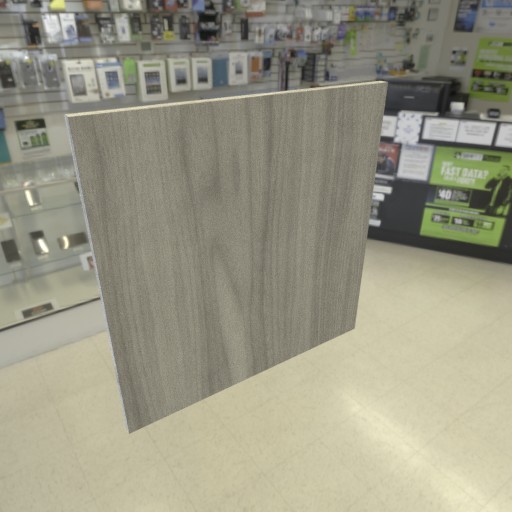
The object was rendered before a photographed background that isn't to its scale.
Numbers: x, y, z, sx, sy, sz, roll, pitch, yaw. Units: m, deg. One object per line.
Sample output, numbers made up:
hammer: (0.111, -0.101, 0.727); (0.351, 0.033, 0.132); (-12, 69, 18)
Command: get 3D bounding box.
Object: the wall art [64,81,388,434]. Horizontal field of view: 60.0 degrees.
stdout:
wall art: (0.000, 0.000, 0.734); (0.508, 0.507, 0.016); (-17, 33, -29)
